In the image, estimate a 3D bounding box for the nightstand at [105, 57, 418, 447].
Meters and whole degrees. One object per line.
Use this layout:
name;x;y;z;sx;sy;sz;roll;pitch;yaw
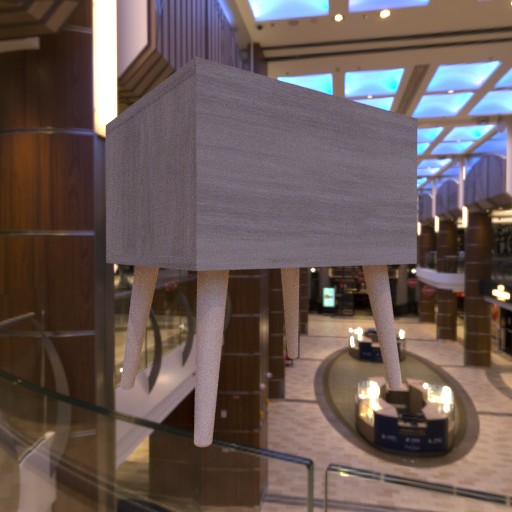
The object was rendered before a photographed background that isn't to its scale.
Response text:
nightstand;0.000;0.000;0.834;0.450;0.500;0.380;-1;1;-35
